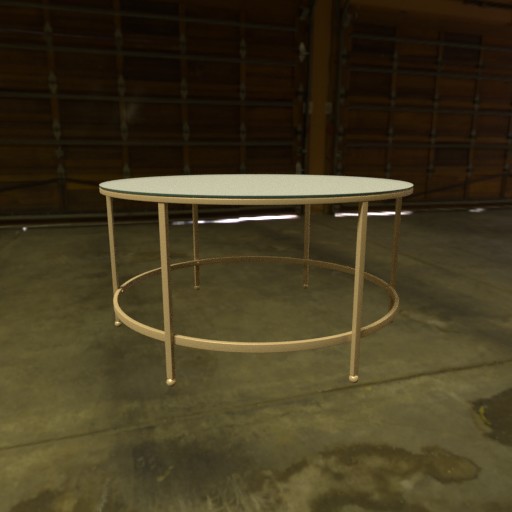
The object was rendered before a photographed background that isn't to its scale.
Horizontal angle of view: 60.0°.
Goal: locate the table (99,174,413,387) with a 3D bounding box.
[{"bbox_3d":[0.000,0.000,1.416,0.914,0.470,0.914,0,13,0],"label":"table"}]
